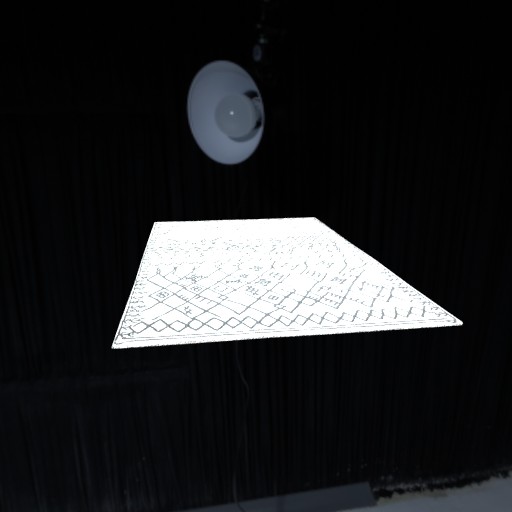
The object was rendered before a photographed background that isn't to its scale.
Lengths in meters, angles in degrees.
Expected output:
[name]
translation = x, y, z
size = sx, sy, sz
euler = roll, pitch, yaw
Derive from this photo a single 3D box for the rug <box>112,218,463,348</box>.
[rug]
translation = 0.000, 0.000, 3.045
size = 1.530, 0.012, 2.444
euler = -2, 16, -8
